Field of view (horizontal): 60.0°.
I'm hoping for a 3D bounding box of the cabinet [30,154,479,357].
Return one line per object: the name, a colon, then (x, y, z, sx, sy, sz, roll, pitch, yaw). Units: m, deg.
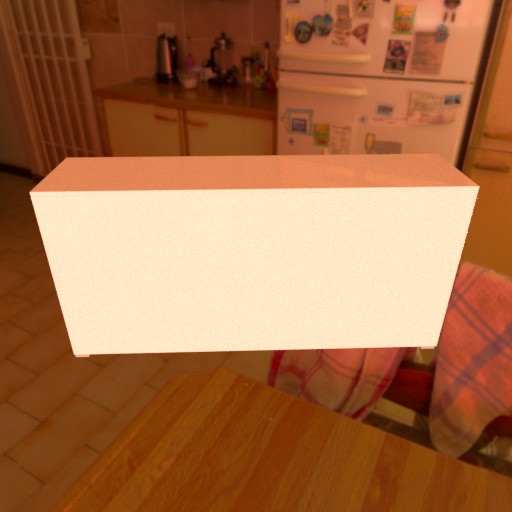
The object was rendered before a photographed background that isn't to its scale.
cabinet: (0.000, 0.000, 1.999, 1.650, 0.800, 0.400, -1, 30, -2)
